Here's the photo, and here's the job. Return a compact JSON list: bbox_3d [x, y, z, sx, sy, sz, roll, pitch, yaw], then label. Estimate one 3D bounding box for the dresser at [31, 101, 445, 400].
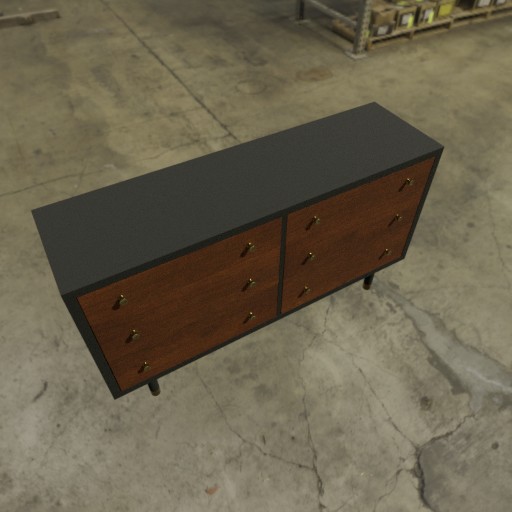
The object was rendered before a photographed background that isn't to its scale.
[{"bbox_3d":[0.000,0.000,2.002,1.558,0.872,0.463,-23,51,-20],"label":"dresser"}]
